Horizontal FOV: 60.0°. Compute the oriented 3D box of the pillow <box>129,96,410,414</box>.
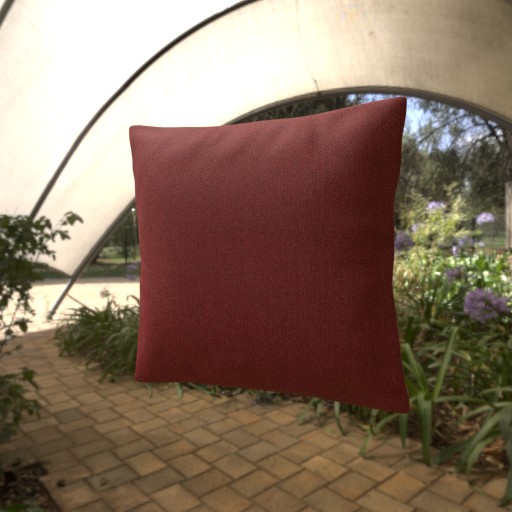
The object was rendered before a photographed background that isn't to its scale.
[{"bbox_3d":[0.000,0.000,0.777,0.513,0.497,0.166,0,1,20],"label":"pillow"}]
